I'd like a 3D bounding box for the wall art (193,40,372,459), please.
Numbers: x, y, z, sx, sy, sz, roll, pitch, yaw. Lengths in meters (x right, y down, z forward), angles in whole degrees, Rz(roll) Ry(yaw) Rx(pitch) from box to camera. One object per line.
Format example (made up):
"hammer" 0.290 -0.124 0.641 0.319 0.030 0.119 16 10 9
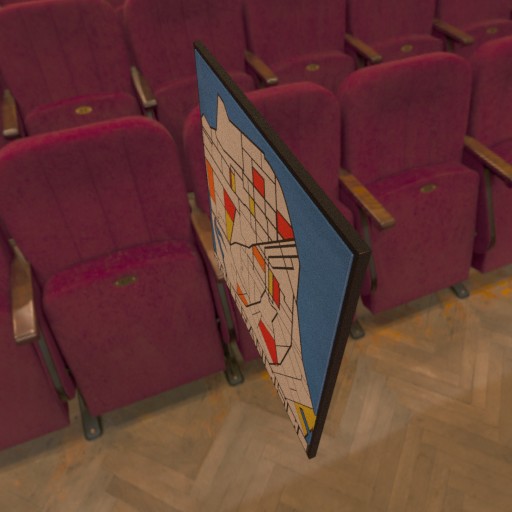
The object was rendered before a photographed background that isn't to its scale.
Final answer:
"wall art" 0.000 0.000 0.662 0.013 0.457 0.458 -16 49 -15
